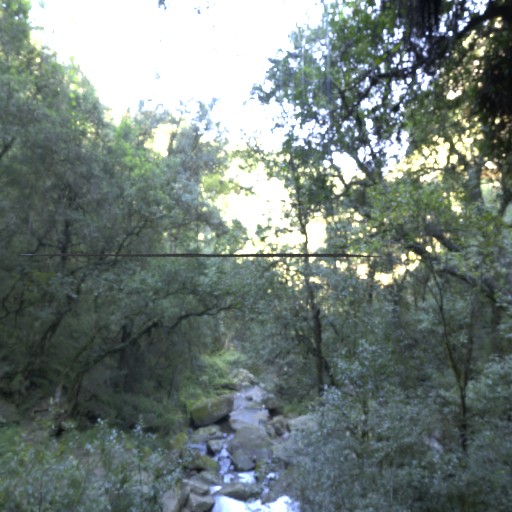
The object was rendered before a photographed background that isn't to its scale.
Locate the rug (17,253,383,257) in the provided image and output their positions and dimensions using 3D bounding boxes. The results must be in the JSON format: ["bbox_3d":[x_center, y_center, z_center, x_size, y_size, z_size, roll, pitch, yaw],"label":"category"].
[{"bbox_3d":[0.000,0.000,2.968,1.522,0.012,2.440,0,0,19],"label":"rug"}]
